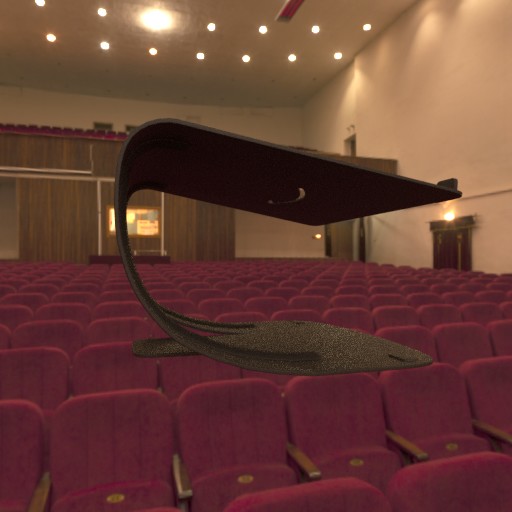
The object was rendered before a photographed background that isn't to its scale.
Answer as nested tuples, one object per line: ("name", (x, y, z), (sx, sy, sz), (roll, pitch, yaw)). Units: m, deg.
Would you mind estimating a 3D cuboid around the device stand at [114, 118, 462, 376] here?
("device stand", (0.000, 0.000, 0.393), (0.236, 0.155, 0.256), (0, -1, -17))
